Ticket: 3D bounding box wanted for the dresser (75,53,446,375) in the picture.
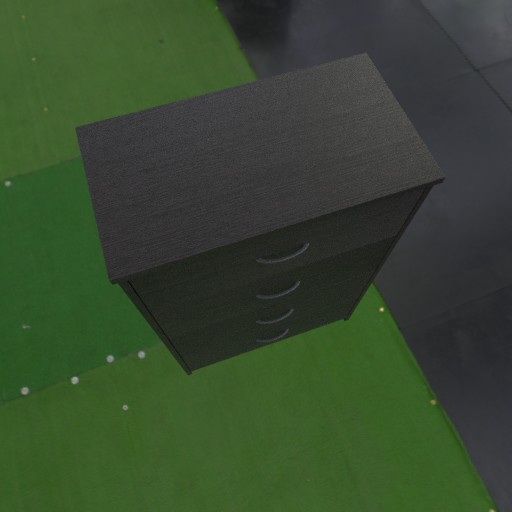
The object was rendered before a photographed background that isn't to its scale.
[{"bbox_3d":[0.000,0.000,1.404,0.704,1.020,0.399,-17,66,-8],"label":"dresser"}]
